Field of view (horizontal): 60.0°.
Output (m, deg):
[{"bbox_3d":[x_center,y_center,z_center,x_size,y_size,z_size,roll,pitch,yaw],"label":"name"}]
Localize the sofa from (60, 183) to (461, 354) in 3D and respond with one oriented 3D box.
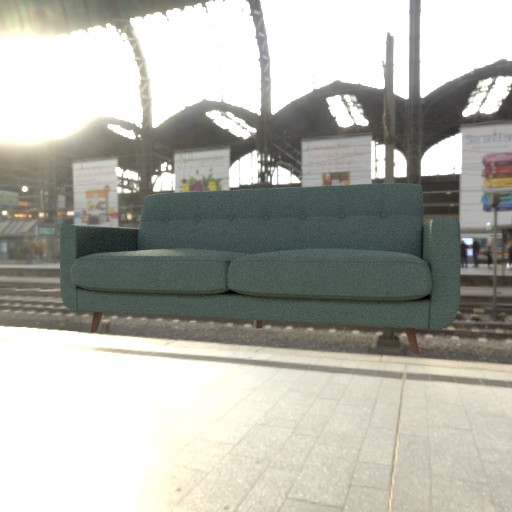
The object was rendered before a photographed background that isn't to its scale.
[{"bbox_3d":[0.000,0.000,2.512,2.029,0.841,0.909,0,1,18],"label":"sofa"}]
